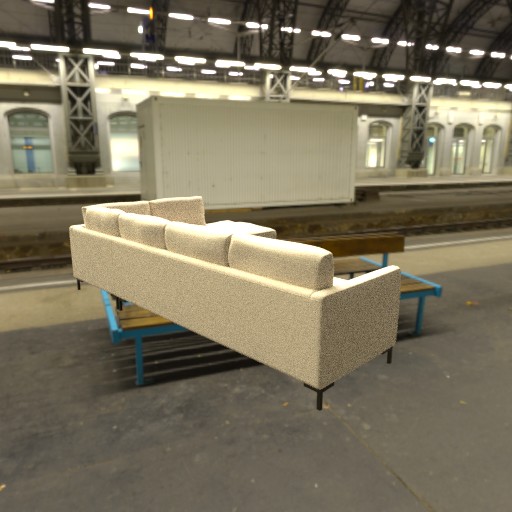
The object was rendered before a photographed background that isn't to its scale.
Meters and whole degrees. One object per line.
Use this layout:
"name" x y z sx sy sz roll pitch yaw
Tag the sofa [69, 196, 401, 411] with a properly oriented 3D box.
"sofa" 0.000 0.000 3.822 2.007 0.815 2.949 -13 18 -43
